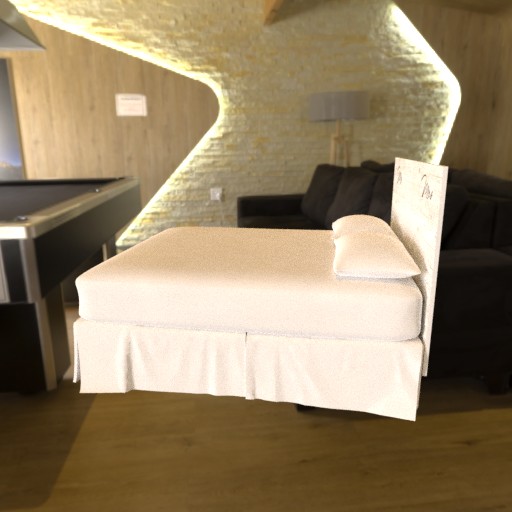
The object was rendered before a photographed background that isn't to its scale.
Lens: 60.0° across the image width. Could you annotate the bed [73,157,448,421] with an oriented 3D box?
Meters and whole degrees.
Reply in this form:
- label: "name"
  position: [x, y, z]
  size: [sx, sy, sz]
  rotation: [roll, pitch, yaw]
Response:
- label: "bed"
  position: [0.000, 0.000, 3.156]
  size: [2.094, 1.335, 1.745]
  rotation: [2, 14, 9]
